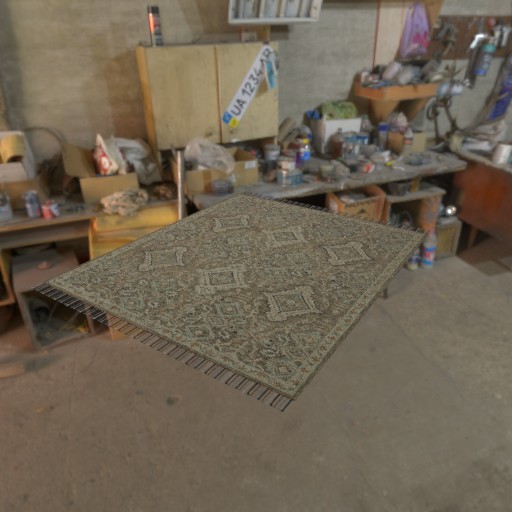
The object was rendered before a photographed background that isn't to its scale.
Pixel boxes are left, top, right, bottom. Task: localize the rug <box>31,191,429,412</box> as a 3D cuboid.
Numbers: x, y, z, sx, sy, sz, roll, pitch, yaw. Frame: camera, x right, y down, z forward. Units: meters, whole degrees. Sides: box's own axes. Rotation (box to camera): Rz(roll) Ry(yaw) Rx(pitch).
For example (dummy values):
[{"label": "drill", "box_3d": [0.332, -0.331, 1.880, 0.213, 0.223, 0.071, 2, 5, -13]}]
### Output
[{"label": "rug", "box_3d": [0.000, 0.000, 4.192, 2.437, 0.010, 3.056, 17, 31, 30]}]
